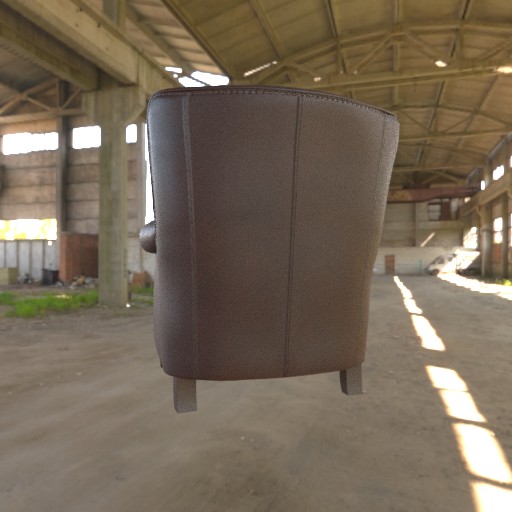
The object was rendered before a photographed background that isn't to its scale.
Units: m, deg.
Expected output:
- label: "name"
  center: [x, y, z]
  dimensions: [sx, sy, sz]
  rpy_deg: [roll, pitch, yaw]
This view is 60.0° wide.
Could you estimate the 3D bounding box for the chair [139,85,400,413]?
- label: "chair"
  center: [0.000, 0.000, 1.380]
  dimensions: [0.700, 0.800, 0.746]
  rpy_deg: [0, 0, -17]
